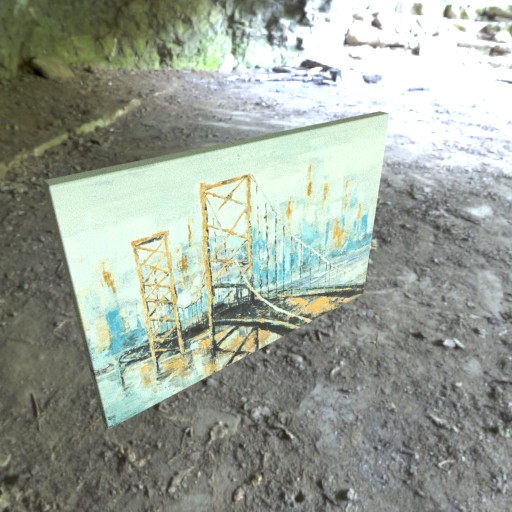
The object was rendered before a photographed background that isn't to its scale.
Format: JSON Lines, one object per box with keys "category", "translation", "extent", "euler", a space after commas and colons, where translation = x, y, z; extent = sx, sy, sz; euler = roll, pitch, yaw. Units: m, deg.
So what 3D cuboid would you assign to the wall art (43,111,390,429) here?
{"category": "wall art", "translation": [0.000, 0.000, 1.151], "extent": [0.913, 0.609, 0.038], "euler": [-21, 36, -32]}
